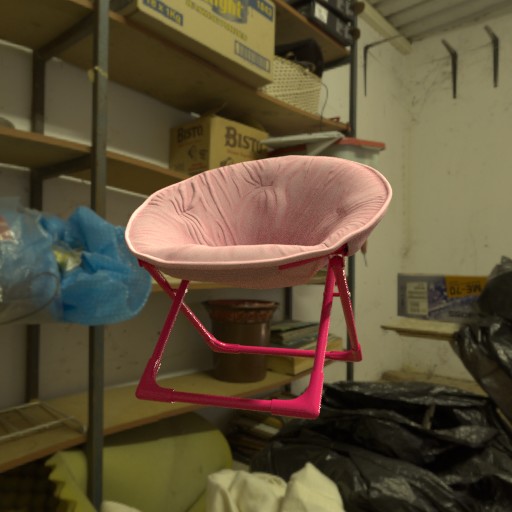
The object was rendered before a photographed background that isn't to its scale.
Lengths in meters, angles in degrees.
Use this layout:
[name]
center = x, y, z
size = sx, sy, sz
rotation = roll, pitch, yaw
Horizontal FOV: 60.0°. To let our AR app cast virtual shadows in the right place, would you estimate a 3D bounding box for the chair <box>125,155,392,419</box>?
[chair]
center = 0.000, 0.000, 0.888
size = 0.522, 0.494, 0.459
rotation = 0, 0, 18
